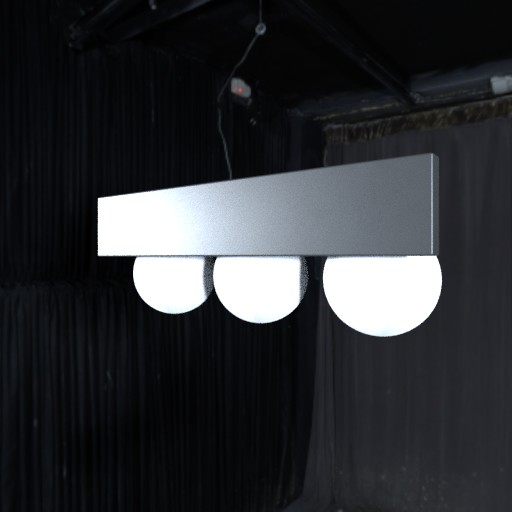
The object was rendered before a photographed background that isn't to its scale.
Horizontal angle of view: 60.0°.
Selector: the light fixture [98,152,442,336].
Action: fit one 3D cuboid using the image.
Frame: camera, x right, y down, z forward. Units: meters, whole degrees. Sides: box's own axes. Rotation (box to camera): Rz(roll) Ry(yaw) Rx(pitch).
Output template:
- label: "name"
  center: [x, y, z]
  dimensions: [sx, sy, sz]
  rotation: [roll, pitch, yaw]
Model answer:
- label: "light fixture"
  center: [0.000, 0.000, 0.865]
  dimensions: [0.721, 0.263, 0.218]
  rotation: [0, 0, 37]
